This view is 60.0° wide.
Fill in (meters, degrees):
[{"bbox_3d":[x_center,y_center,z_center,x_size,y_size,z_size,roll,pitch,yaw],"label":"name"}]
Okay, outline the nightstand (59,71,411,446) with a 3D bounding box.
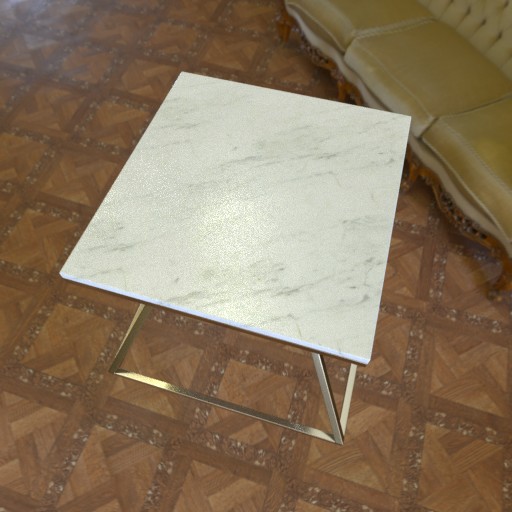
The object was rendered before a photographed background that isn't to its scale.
[{"bbox_3d":[0.000,0.000,0.879,0.514,0.426,0.513,14,60,9],"label":"nightstand"}]
